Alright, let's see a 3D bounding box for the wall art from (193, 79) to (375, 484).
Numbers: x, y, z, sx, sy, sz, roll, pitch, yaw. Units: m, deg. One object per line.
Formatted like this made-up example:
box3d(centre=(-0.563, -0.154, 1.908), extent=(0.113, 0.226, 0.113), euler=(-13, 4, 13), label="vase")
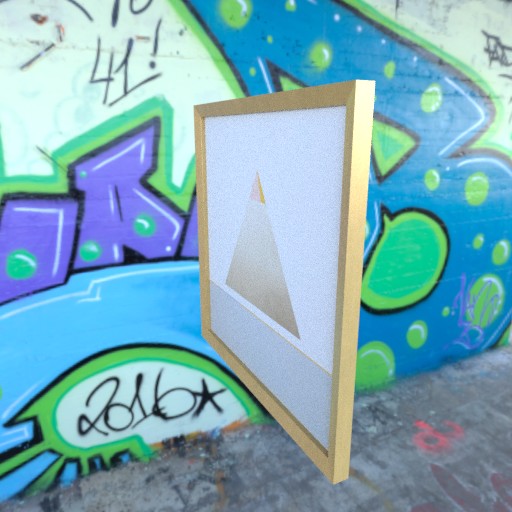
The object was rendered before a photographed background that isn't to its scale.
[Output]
box3d(centre=(0.000, 0.000, 2.859), extent=(0.097, 1.936, 1.935), euler=(-8, 17, -26), label="wall art")
